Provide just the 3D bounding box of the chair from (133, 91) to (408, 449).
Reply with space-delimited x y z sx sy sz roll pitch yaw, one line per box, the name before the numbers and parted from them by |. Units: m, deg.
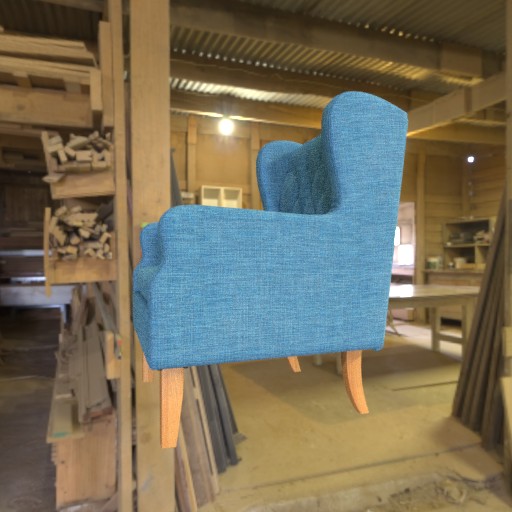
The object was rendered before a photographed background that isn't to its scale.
chair | 0.000 0.000 1.511 0.775 0.952 0.711 0 0 -19
